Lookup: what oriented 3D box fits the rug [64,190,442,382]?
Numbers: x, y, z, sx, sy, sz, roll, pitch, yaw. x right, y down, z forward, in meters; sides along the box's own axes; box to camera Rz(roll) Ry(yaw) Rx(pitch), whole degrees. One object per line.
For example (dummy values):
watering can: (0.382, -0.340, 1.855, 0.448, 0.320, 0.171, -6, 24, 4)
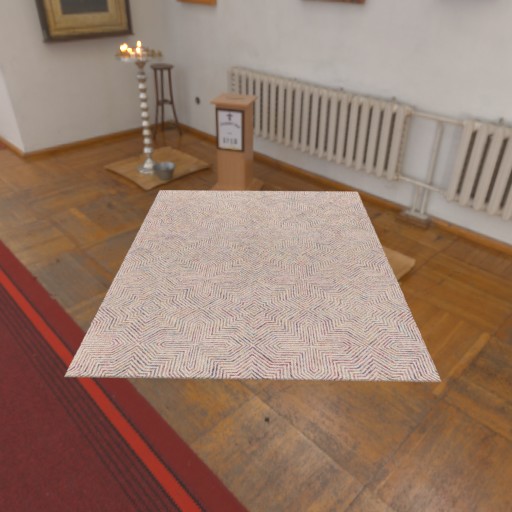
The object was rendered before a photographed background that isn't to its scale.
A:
rug: (0.000, 0.000, 4.160, 2.442, 0.008, 3.046, 1, 32, 1)
